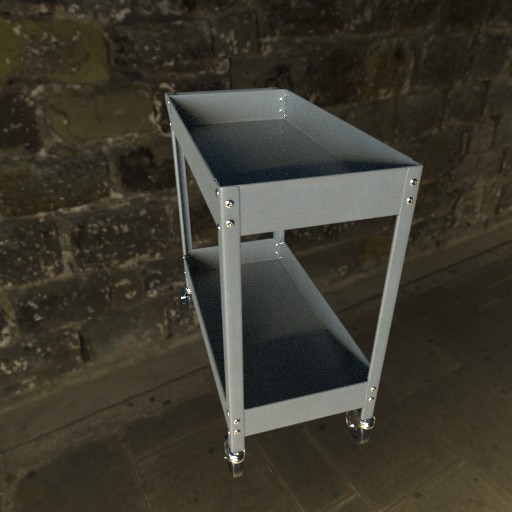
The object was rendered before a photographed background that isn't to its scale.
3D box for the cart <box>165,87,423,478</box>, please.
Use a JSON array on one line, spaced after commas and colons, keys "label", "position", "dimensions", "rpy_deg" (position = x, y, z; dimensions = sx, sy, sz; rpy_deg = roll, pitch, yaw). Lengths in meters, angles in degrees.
[{"label": "cart", "position": [0.000, 0.000, 1.167], "dimensions": [0.366, 0.719, 0.779], "rpy_deg": [-8, 32, -14]}]
